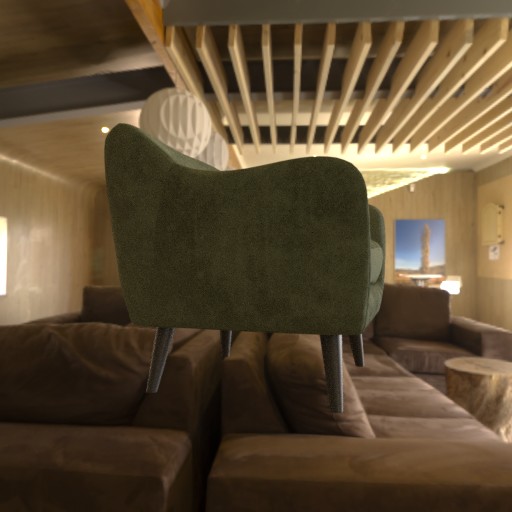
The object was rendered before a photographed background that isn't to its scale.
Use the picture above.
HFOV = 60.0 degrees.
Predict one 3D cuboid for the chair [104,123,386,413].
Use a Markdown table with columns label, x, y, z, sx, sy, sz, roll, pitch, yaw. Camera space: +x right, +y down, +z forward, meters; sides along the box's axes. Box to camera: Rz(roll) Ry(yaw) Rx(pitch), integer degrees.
| label | x | y | z | sx | sy | sz | roll | pitch | yaw |
| --- | --- | --- | --- | --- | --- | --- | --- | --- | --- |
| chair | 0.000 | 0.000 | 1.492 | 0.819 | 0.804 | 0.840 | -1 | -2 | 19 |
